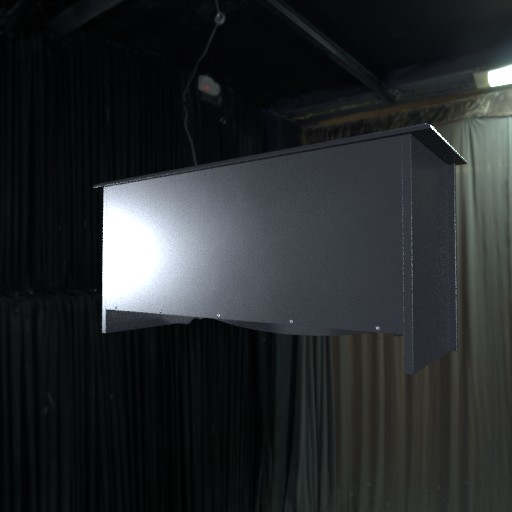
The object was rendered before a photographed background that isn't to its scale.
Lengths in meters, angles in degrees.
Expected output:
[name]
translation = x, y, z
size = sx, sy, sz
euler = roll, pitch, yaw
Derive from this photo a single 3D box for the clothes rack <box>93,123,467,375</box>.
[clothes rack]
translation = 0.000, 0.000, 1.470
size = 1.219, 0.556, 0.406
euler = -1, -2, 36
